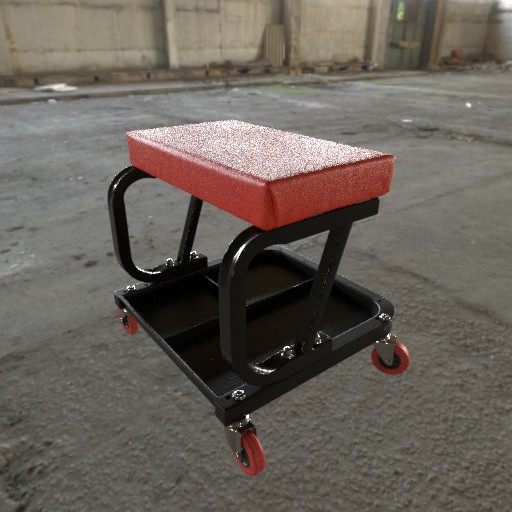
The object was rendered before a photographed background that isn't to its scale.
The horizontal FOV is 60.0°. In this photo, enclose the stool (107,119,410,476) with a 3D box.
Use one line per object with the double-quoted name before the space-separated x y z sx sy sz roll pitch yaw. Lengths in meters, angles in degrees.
"stool" 0.000 0.000 0.731 0.371 0.380 0.446 -18 31 -33
